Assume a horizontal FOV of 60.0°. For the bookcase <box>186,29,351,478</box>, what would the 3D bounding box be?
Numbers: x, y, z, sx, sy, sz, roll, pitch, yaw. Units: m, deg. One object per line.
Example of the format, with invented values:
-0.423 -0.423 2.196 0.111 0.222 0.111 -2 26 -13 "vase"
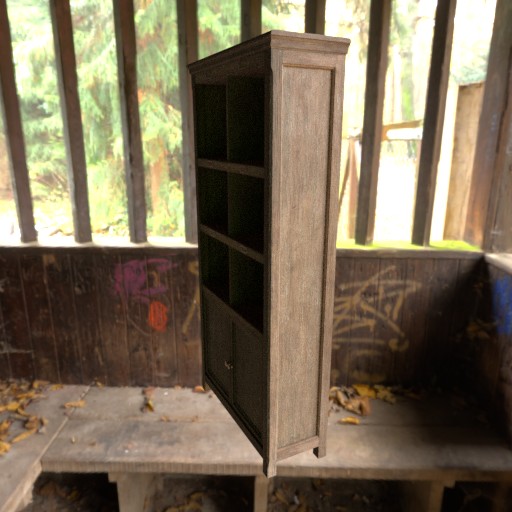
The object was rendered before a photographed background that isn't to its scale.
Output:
0.000 0.000 2.226 0.348 1.880 0.906 -8 17 -26 "bookcase"
